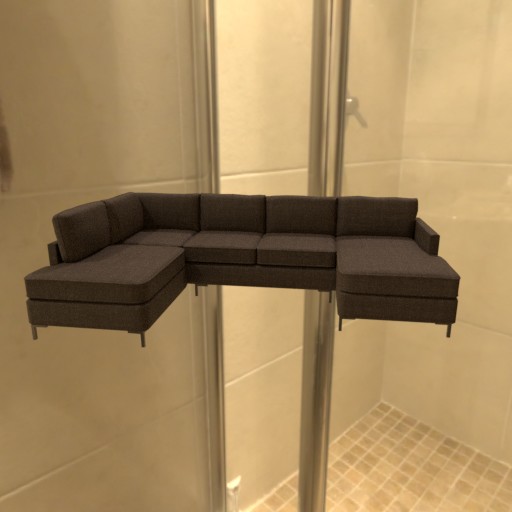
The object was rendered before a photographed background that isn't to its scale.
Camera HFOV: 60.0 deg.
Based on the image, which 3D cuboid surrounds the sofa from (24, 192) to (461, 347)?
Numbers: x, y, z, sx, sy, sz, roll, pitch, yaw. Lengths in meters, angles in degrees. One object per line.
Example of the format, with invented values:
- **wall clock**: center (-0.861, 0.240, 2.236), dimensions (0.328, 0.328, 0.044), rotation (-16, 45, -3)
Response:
- **sofa**: center (0.000, 0.000, 4.200), dimensions (3.423, 0.999, 2.048), rotation (2, 16, 8)
